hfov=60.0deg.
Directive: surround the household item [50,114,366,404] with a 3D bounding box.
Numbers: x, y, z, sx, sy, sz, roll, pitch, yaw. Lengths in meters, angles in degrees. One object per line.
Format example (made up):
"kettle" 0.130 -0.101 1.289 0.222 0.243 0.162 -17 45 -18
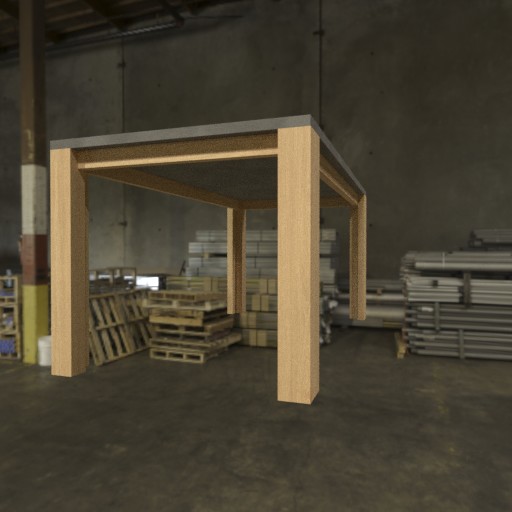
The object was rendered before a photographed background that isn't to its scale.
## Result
"household item" 0.000 0.000 2.048 0.850 0.755 1.600 0 1 19
